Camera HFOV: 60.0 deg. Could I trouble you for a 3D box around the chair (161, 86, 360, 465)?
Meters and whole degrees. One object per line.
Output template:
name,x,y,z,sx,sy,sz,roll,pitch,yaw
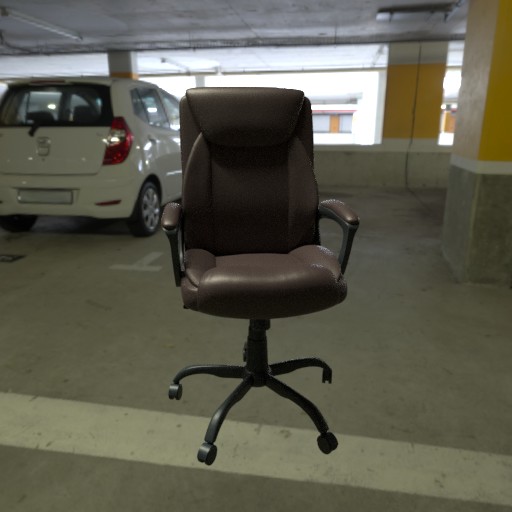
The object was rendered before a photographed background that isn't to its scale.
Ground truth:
chair,0.000,0.000,1.433,0.615,1.072,0.655,-2,16,-7
